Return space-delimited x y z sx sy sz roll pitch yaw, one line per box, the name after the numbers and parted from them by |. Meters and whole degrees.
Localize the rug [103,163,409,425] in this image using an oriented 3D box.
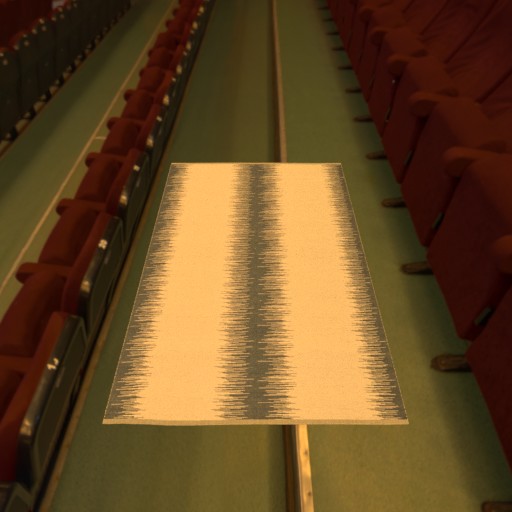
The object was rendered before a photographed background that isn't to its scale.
0.000 0.000 3.085 1.519 0.003 2.453 0 43 0 | rug
